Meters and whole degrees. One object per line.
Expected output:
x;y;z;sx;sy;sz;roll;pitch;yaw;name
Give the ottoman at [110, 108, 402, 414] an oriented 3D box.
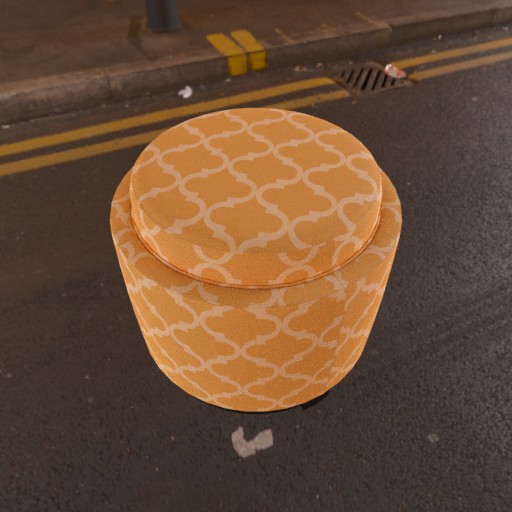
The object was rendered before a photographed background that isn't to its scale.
0.000;0.000;0.835;0.480;0.429;0.480;0;46;0;ottoman
